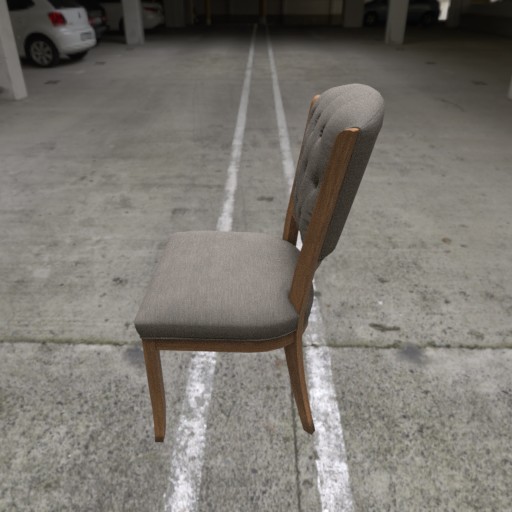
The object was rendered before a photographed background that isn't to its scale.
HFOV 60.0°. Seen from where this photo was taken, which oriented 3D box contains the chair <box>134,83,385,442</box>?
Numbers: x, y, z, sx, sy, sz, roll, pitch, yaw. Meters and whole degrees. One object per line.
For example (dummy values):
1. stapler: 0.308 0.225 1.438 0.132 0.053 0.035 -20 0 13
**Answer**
1. chair: 0.000 0.000 1.254 0.584 0.905 0.513 0 27 0
